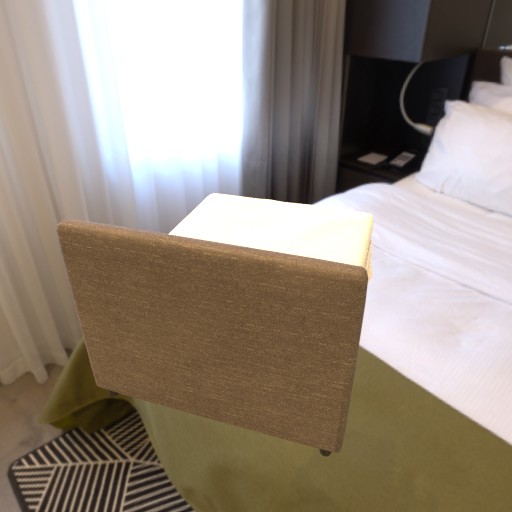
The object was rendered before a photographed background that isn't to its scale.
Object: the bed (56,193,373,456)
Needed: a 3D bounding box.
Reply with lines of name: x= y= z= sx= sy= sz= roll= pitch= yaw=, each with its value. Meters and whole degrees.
bed: x=0.000 y=0.000 z=3.343 sx=1.723 sy=1.330 sz=2.142 roll=10 pitch=32 yaw=15
